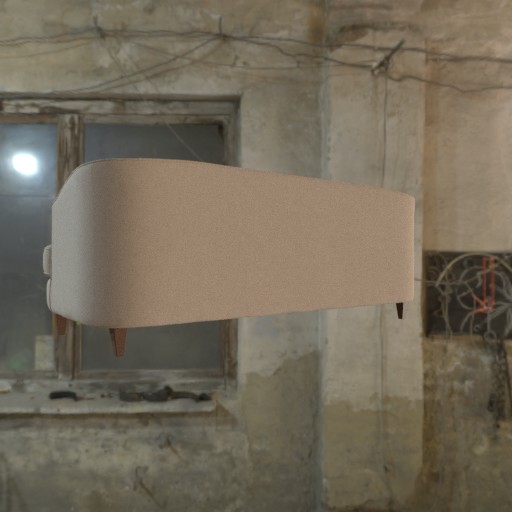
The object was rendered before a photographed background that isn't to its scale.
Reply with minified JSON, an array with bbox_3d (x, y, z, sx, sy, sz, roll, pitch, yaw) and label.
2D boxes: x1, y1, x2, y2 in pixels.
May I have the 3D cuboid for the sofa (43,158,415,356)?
[{"bbox_3d":[0.000,0.000,2.743,2.278,0.855,0.941,0,0,-36],"label":"sofa"}]
